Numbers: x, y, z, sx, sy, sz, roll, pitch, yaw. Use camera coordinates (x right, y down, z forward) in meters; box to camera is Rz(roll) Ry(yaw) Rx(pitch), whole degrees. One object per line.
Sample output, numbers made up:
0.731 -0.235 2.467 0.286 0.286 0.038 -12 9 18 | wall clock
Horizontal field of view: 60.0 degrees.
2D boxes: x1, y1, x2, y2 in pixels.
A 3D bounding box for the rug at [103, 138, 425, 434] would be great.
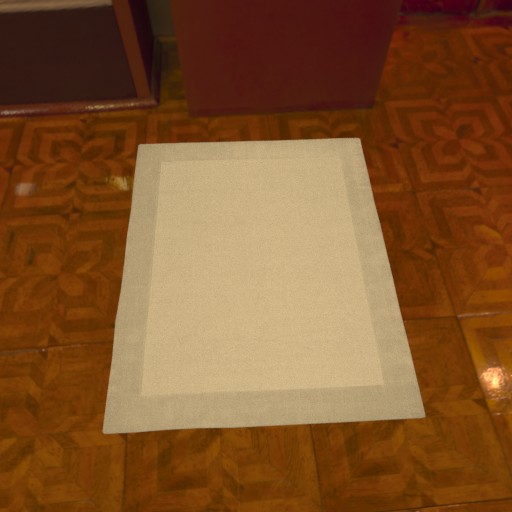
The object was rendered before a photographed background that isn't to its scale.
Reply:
0.000 0.000 4.082 2.430 0.018 2.976 -2 58 -1 | rug
